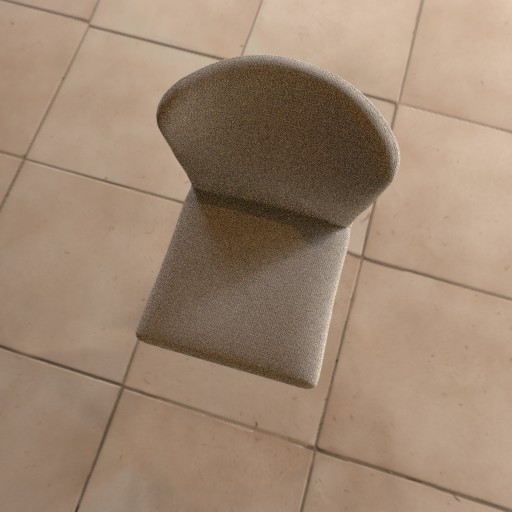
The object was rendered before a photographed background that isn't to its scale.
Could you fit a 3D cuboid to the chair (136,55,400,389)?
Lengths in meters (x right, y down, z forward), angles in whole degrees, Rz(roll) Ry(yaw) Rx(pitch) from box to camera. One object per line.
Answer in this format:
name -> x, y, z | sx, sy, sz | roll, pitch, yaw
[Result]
chair -> 0.000, 0.000, 1.180 | 0.491, 0.839, 0.589 | 15, 75, 4
